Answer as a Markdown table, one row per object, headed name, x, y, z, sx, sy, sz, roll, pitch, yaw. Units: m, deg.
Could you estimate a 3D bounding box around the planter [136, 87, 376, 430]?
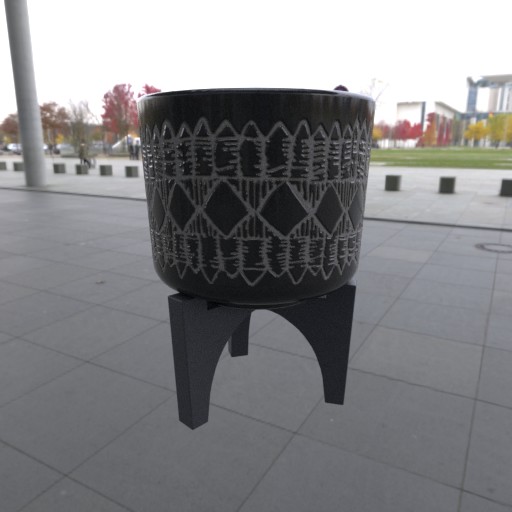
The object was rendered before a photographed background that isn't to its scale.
| name | x | y | z | sx | sy | sz | roll | pitch | yaw |
| --- | --- | --- | --- | --- | --- | --- | --- | --- | --- |
| planter | 0.000 | 0.000 | 0.268 | 0.129 | 0.177 | 0.129 | 0 | 14 | 0 |
